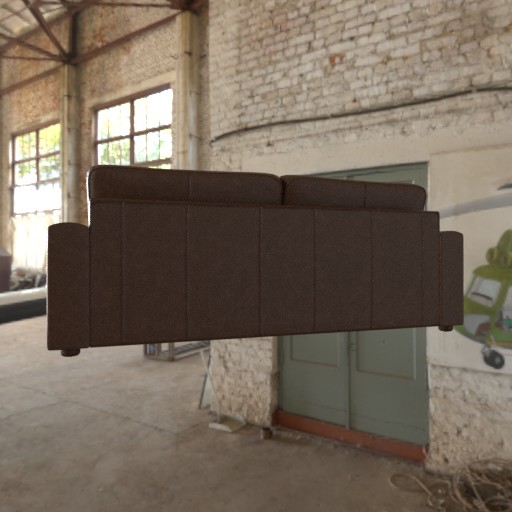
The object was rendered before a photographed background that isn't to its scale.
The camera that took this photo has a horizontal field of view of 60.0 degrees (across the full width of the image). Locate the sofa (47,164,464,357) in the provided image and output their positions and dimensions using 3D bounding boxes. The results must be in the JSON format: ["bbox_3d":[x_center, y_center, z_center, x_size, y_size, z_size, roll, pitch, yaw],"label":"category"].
[{"bbox_3d":[0.000,0.000,2.665,2.179,0.873,1.016,0,0,-19],"label":"sofa"}]
